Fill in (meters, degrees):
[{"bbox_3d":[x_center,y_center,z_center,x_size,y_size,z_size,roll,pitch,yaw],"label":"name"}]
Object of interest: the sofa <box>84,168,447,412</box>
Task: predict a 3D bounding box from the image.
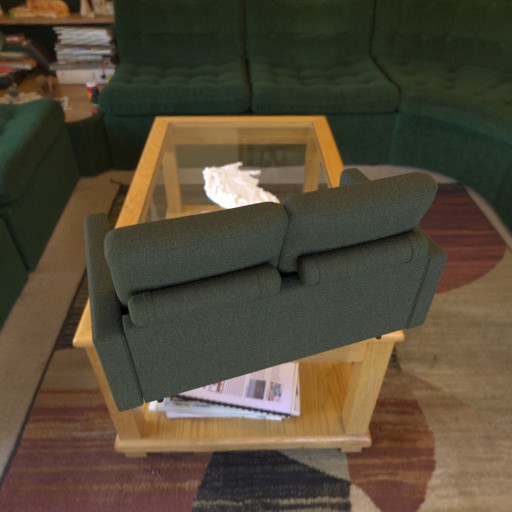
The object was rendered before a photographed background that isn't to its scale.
[{"bbox_3d":[0.000,0.000,1.986,1.407,0.907,0.842,-12,42,-14],"label":"sofa"}]
